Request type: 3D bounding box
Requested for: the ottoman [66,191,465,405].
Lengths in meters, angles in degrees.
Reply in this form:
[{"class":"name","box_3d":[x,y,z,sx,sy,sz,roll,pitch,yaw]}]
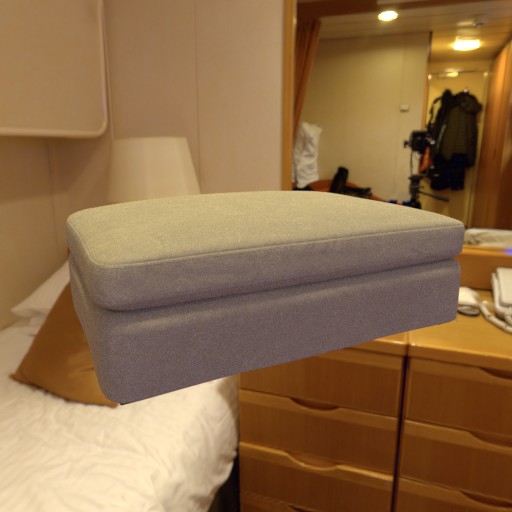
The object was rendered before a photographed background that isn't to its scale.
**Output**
[{"class":"ottoman","box_3d":[0.000,0.000,1.582,1.199,0.429,0.840,-7,16,-26]}]
